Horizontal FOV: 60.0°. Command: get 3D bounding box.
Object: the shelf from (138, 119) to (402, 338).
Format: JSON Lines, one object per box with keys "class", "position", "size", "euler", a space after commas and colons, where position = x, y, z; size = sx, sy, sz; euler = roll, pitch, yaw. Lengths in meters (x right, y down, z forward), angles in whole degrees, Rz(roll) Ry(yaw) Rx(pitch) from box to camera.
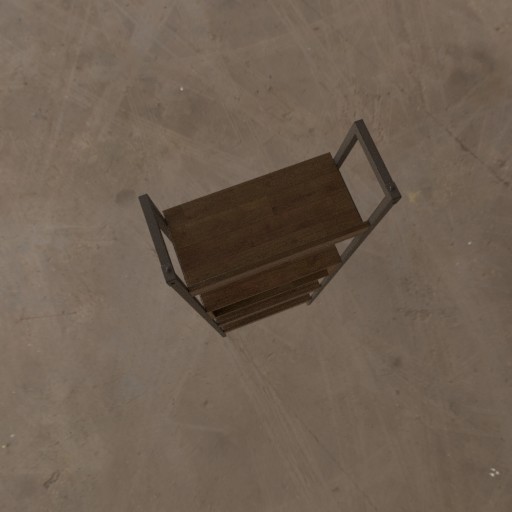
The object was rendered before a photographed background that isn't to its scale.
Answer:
{"class": "shelf", "position": [0.000, 0.000, 2.160], "size": [0.652, 2.005, 0.454], "euler": [-20, 77, -5]}
